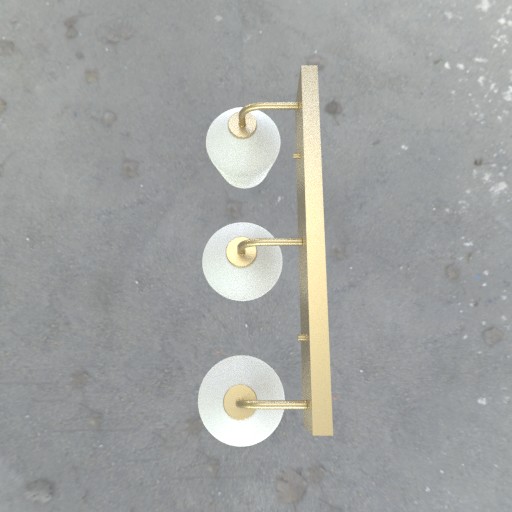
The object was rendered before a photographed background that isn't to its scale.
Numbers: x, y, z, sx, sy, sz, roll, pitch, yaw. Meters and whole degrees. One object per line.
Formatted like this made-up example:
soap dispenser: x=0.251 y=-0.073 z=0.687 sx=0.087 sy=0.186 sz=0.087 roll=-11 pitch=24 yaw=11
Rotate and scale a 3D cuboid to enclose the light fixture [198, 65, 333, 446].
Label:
light fixture: x=0.000 y=0.000 z=0.750 sx=0.190 sy=0.280 sz=0.609 roll=0 pitch=75 yaw=0
